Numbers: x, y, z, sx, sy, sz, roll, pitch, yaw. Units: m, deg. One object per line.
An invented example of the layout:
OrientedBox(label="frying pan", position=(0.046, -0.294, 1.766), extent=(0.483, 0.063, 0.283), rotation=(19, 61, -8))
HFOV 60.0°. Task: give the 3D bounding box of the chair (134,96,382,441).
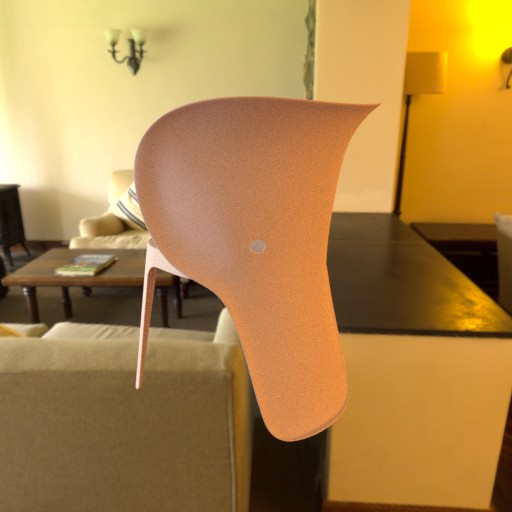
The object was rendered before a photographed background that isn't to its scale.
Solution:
OrientedBox(label="chair", position=(0.000, 0.000, 0.846), extent=(0.402, 0.554, 0.451), rotation=(16, 23, 42))
